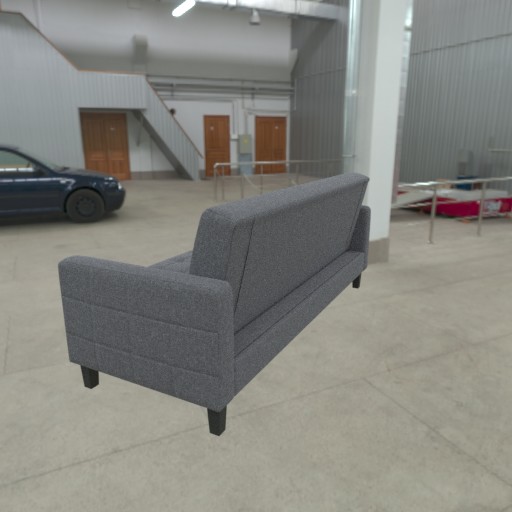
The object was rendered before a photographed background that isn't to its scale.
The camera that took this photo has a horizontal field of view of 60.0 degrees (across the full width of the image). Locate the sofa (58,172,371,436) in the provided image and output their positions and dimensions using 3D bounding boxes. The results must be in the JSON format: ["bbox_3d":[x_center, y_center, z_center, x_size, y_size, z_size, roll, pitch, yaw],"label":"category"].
[{"bbox_3d":[0.000,0.000,2.536,0.810,0.850,2.040,8,17,27],"label":"sofa"}]
